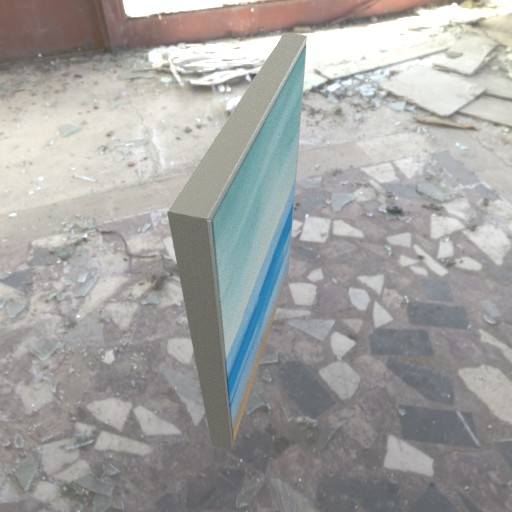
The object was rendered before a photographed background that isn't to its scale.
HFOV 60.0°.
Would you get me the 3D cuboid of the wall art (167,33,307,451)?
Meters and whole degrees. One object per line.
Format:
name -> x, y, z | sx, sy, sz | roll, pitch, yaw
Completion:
wall art -> 0.000, 0.000, 0.743 | 0.039, 0.553, 0.445 | 12, 48, 11
